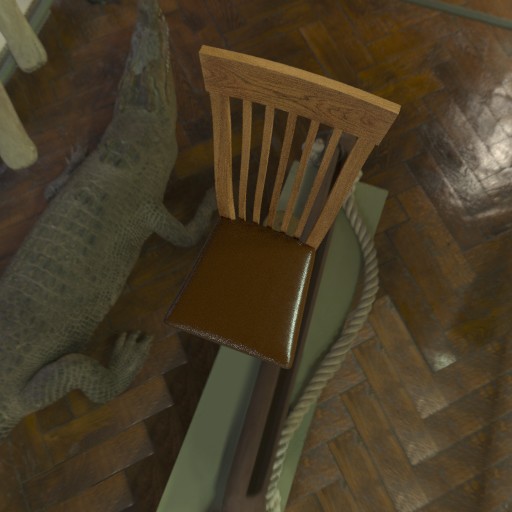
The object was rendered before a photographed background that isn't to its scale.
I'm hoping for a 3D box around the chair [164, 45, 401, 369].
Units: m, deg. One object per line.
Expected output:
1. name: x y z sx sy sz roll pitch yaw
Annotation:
1. chair: 0.000 0.000 1.389 0.450 1.050 0.580 19 75 5
